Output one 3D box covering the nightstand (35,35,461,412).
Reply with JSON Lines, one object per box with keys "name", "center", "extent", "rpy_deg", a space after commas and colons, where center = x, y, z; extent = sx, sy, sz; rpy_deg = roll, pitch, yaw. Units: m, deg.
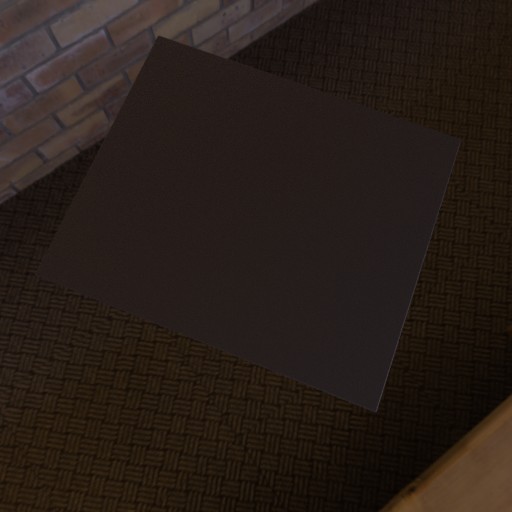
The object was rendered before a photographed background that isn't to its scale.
{"name": "nightstand", "center": [0.000, 0.000, 0.918], "extent": [0.479, 0.623, 0.402], "rpy_deg": [21, 78, 5]}
